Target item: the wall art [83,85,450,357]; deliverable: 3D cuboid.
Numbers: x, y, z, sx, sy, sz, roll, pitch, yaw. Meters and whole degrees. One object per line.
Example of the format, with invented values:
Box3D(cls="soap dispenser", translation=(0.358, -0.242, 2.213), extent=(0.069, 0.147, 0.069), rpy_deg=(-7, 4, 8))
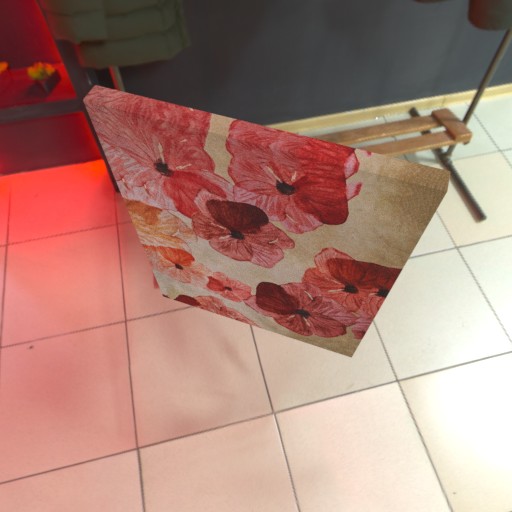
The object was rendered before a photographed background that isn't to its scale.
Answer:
Box3D(cls="wall art", translation=(0.000, 0.000, 0.692), extent=(0.406, 0.508, 0.028), rpy_deg=(17, 60, 10))
